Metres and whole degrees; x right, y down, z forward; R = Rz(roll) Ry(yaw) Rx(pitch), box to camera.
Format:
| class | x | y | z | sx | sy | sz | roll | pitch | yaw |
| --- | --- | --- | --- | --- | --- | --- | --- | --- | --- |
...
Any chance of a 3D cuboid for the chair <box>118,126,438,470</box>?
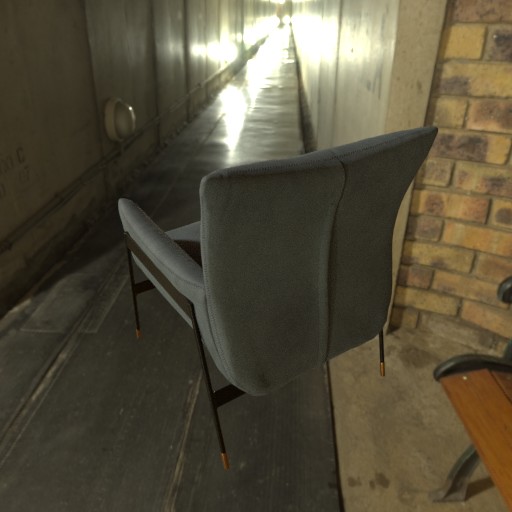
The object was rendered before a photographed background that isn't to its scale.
| class | x | y | z | sx | sy | sz | roll | pitch | yaw |
| --- | --- | --- | --- | --- | --- | --- | --- | --- | --- |
| chair | 0.000 | 0.000 | 1.406 | 0.678 | 0.858 | 0.709 | -19 | 35 | -29 |
